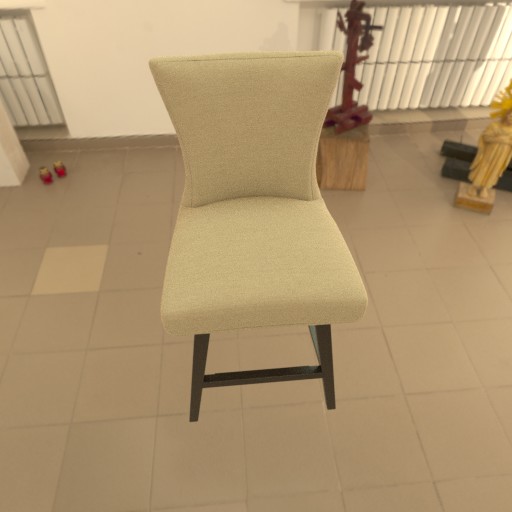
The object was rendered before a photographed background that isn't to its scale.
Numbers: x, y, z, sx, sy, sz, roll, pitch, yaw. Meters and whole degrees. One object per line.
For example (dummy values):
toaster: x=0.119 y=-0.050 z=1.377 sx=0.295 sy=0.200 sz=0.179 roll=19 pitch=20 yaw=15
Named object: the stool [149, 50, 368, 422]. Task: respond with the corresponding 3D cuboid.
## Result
stool: x=0.000 y=0.000 z=1.325 sx=0.514 sy=1.000 sz=0.574 roll=-4 pitch=46 yaw=-4
